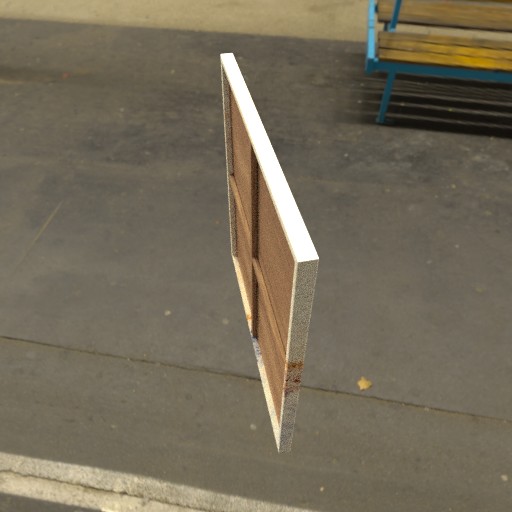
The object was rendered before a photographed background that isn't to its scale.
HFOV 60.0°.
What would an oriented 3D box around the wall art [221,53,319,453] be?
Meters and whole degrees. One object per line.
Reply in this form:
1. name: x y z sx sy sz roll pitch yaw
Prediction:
1. wall art: 0.000 0.000 1.381 0.038 0.889 0.889 -9 47 -8
